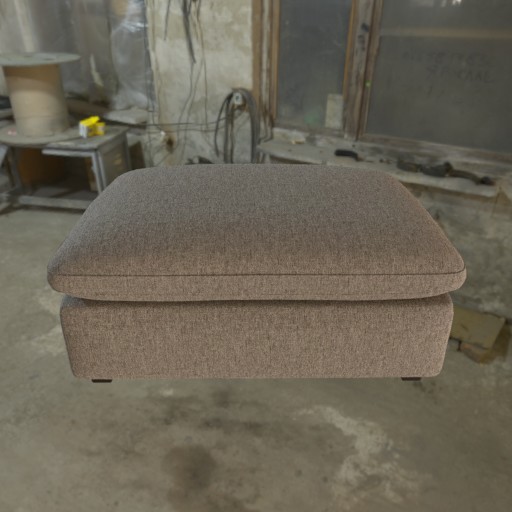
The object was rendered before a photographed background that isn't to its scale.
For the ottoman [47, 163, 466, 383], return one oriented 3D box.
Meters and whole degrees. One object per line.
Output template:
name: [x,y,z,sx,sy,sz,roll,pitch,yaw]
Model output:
ottoman: [0.000,0.000,1.333,0.977,0.451,0.694,0,29,0]
